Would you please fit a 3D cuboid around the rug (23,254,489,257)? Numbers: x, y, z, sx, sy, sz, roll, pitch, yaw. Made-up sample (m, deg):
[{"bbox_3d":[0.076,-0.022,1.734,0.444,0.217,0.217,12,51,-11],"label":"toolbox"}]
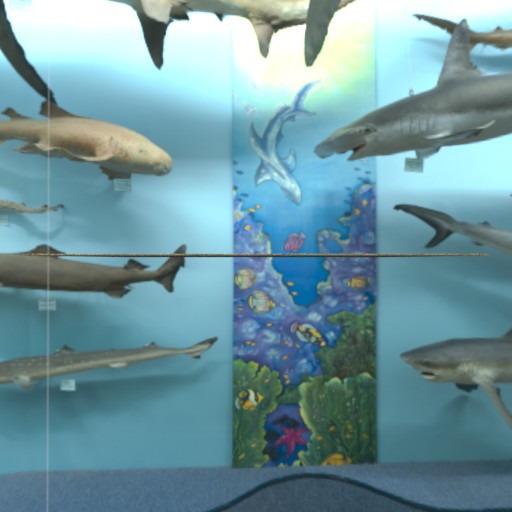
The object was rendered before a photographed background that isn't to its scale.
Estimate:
[{"bbox_3d":[0.000,0.000,4.257,3.200,0.012,2.438,0,0,0],"label":"rug"}]
